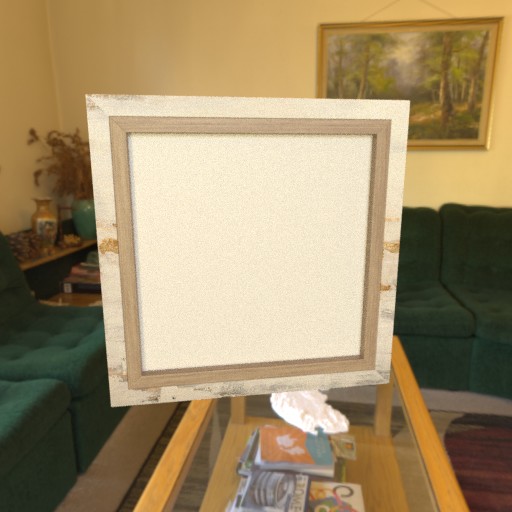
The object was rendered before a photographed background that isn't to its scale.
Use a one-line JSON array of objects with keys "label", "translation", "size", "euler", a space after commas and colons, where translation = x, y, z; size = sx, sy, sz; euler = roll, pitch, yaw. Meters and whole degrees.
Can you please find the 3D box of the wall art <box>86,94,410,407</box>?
[{"label": "wall art", "translation": [0.000, 0.000, 1.119], "size": [0.753, 0.755, 0.038], "euler": [-2, 13, -9]}]
